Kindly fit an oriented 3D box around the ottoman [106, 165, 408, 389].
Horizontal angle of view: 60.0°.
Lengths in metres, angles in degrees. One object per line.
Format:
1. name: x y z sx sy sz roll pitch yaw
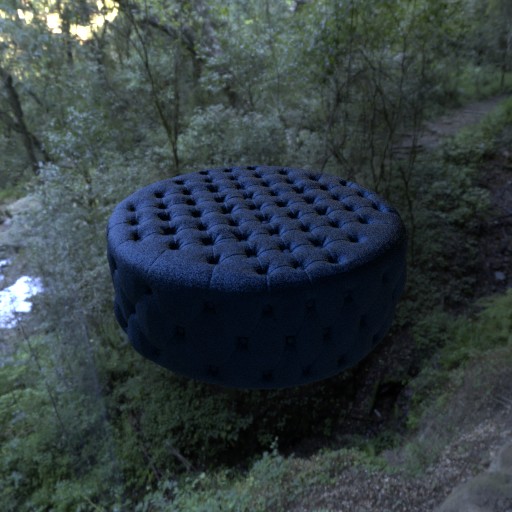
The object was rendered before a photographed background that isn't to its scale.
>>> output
1. ottoman: 0.000 0.000 1.569 0.998 0.398 0.998 0 29 0
